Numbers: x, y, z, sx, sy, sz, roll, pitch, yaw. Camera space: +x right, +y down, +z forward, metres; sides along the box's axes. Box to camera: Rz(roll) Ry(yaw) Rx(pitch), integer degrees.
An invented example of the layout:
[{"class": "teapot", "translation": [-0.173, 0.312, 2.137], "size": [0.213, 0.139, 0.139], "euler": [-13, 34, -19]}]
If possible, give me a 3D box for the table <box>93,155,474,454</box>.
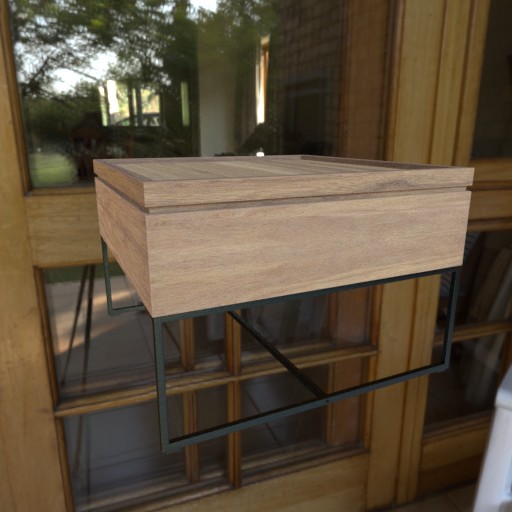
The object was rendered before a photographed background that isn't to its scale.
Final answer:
[{"class": "table", "translation": [0.000, 0.000, 1.128], "size": [0.676, 0.464, 0.679], "euler": [-7, 17, -24]}]
